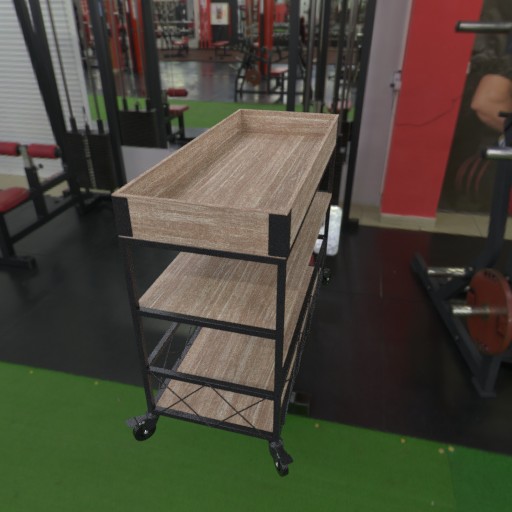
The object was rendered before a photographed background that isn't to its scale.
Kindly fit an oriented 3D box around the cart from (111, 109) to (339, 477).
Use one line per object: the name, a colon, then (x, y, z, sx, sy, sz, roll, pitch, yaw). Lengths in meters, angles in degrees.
cart: (0.000, 0.000, 1.538, 0.500, 0.787, 1.101, 8, 30, 13)
